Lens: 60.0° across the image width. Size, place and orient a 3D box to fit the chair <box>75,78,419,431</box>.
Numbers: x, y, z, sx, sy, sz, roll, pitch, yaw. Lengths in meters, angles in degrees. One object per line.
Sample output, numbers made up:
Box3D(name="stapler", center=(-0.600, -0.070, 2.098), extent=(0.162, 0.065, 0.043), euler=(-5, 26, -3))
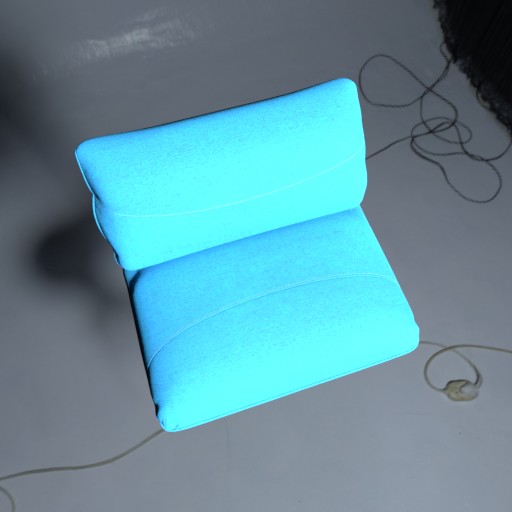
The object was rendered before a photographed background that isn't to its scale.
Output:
Box3D(name="chair", center=(0.000, 0.000, 1.324), extent=(0.820, 0.580, 0.780), euler=(-16, 65, -8))
